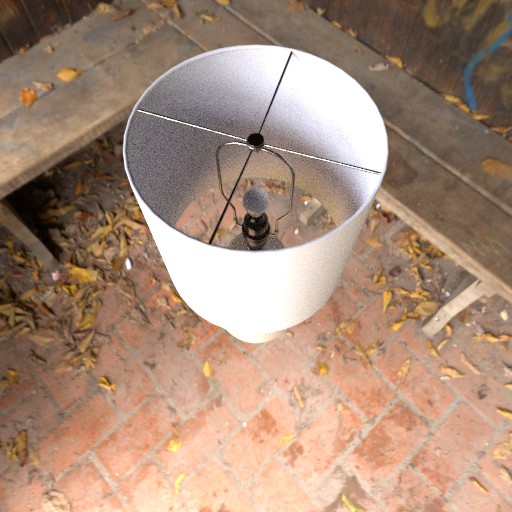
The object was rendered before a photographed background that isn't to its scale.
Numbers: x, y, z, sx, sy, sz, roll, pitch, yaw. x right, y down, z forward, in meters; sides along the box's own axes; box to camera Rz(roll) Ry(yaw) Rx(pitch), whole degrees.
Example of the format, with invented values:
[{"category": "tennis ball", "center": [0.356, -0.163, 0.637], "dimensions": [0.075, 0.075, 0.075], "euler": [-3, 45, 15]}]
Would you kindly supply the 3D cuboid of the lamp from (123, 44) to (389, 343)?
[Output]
[{"category": "lamp", "center": [0.000, 0.000, 0.567], "dimensions": [0.217, 0.453, 0.217], "euler": [17, 65, 8]}]
